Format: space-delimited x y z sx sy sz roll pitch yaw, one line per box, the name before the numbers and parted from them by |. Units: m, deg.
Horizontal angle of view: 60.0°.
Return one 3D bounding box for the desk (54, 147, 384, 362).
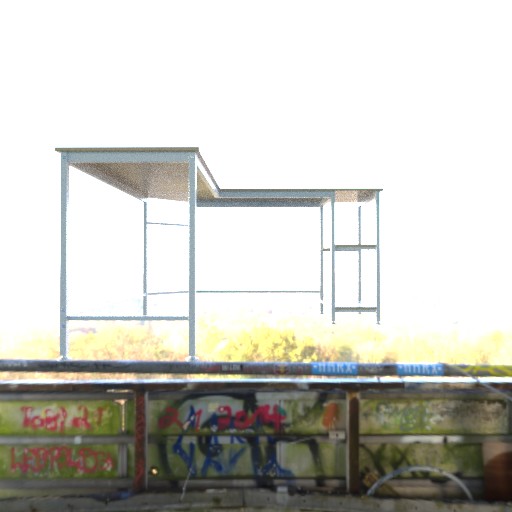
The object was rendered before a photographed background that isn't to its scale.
desk | 0.000 0.000 2.210 1.379 0.739 1.379 0 -1 1
